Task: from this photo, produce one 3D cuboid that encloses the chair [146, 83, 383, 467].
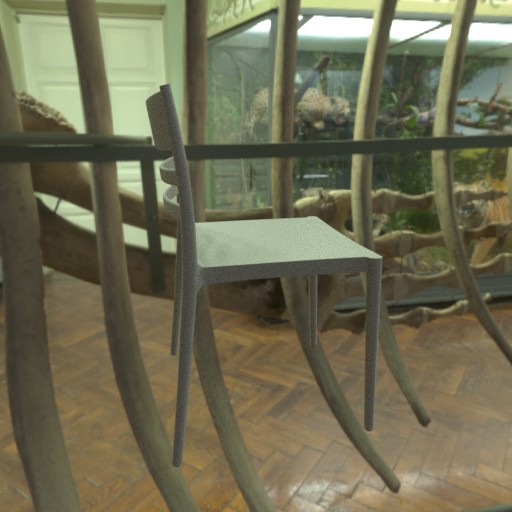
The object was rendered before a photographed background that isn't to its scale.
[{"bbox_3d":[0.000,0.000,1.161,0.511,0.800,0.531,-3,17,-10],"label":"chair"}]
